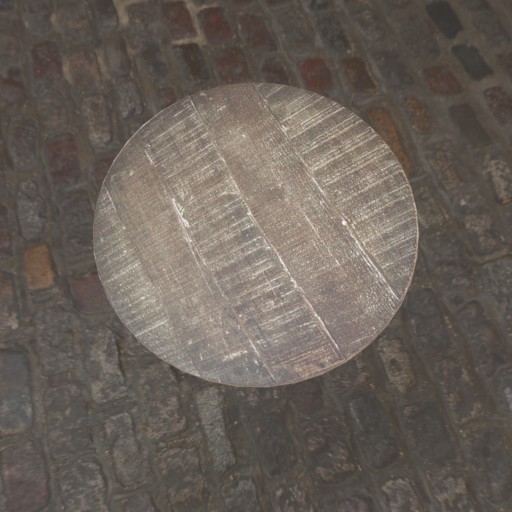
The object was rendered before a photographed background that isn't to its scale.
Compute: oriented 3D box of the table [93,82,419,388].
[{"bbox_3d":[0.000,0.000,0.970,0.557,0.437,0.557,0,73,0],"label":"table"}]
